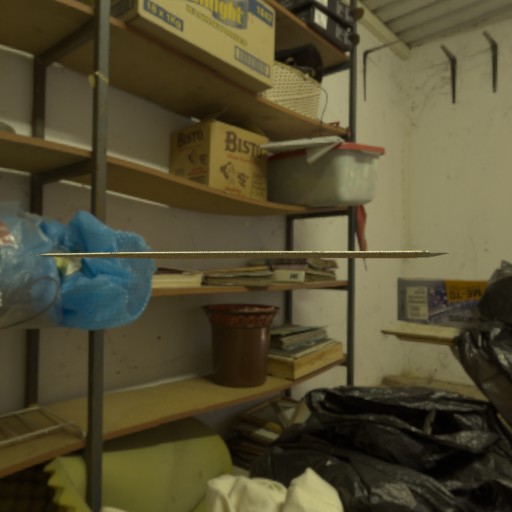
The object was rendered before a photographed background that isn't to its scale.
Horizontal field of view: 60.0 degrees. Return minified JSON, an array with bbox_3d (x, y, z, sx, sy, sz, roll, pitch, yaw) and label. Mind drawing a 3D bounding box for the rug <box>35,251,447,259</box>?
[{"bbox_3d":[0.000,0.000,3.971,3.027,0.028,2.125,0,-1,18],"label":"rug"}]
